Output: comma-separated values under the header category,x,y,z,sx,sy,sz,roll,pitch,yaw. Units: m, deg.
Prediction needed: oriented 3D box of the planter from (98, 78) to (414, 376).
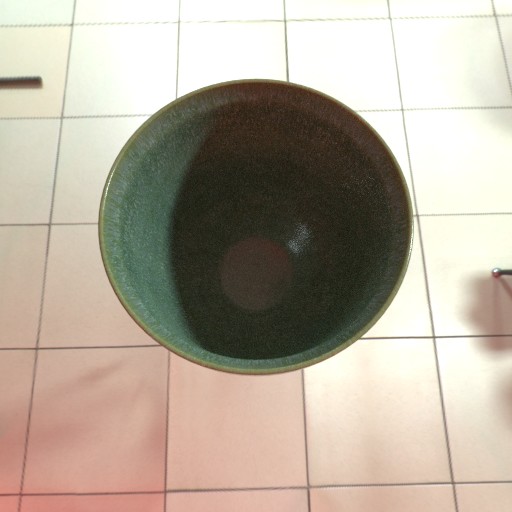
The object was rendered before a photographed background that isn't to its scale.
category,x,y,z,sx,sy,sz,roll,pitch,yaw
planter,0.000,0.000,0.502,0.266,0.270,0.266,0,74,0
